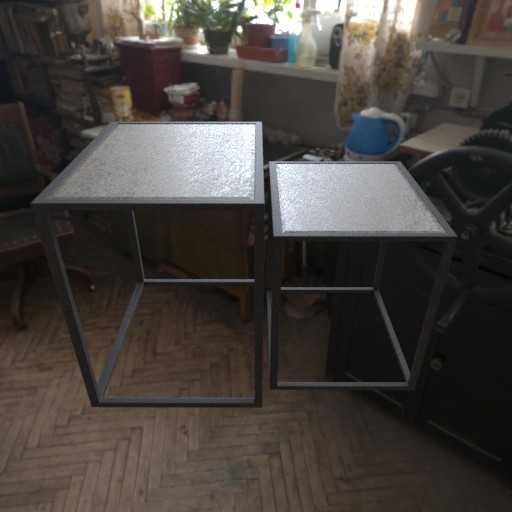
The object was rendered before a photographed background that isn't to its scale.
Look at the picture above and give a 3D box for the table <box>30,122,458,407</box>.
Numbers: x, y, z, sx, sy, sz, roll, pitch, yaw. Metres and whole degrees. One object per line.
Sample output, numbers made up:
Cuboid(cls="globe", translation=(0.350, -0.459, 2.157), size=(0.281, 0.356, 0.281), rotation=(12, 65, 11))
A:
Cuboid(cls="table", translation=(0.000, 0.000, 1.133), size=(0.788, 0.540, 0.508), rotation=(0, 32, 0))
